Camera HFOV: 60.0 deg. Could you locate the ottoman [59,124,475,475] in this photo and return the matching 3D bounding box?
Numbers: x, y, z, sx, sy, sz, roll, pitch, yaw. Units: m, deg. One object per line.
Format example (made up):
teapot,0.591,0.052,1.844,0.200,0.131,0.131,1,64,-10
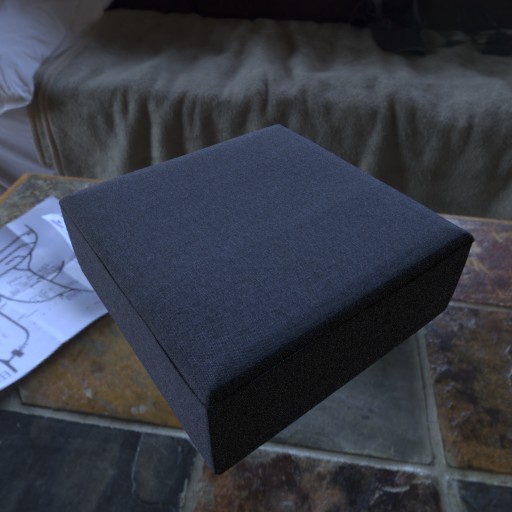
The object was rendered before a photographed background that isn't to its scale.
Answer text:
ottoman,0.000,0.000,1.582,1.023,0.423,1.017,-26,48,-26
